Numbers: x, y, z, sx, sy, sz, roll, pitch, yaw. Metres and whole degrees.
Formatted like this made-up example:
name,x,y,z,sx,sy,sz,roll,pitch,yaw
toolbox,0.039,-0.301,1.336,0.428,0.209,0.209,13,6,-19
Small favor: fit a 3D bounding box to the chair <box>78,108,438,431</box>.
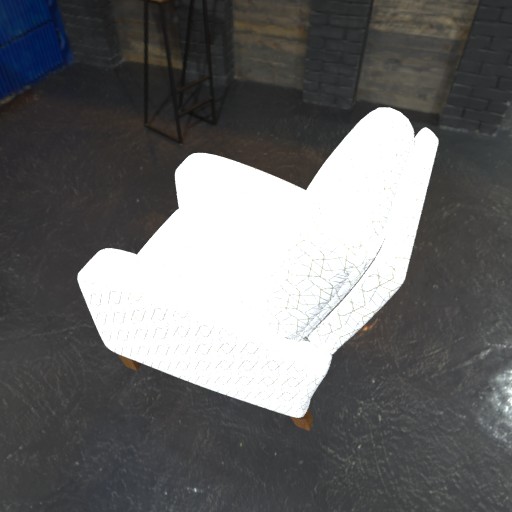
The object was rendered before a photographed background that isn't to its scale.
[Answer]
name,x,y,z,sx,sy,sz,roll,pitch,yaw
chair,0.000,0.000,1.637,0.995,1.064,0.796,17,48,16
